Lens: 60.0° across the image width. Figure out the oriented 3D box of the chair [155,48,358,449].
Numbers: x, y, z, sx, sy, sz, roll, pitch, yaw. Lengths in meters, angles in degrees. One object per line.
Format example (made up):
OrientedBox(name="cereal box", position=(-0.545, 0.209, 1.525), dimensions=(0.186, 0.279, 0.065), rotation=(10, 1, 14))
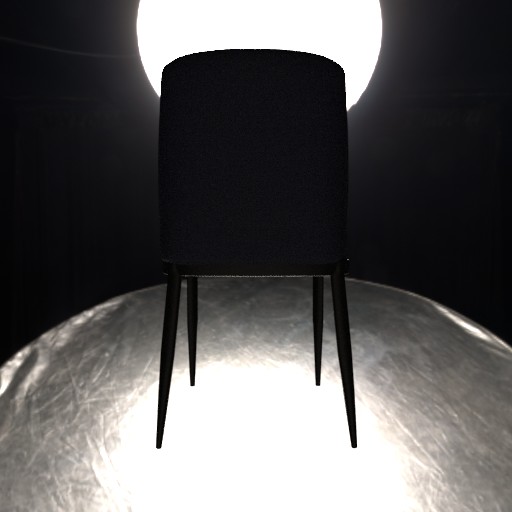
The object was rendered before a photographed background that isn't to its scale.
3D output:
OrientedBox(name="chair", position=(0.000, 0.000, 1.152), dimensions=(0.480, 0.839, 0.551), rotation=(0, 1, 0))
